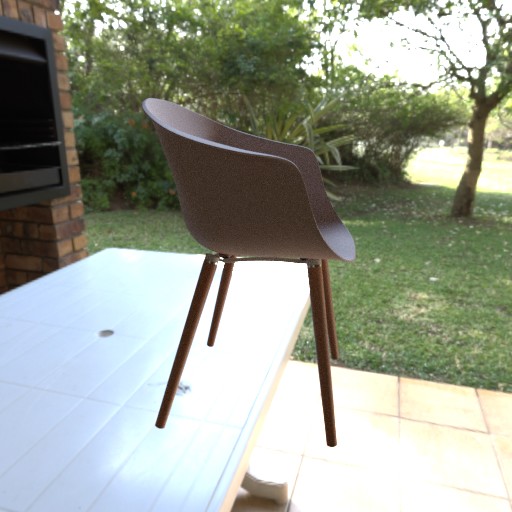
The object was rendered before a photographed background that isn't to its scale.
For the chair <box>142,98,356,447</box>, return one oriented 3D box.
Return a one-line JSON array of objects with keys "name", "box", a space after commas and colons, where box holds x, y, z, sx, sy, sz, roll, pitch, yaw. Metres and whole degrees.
[{"name": "chair", "box": [0.000, 0.000, 1.158, 0.504, 0.781, 0.593, 3, 16, 10]}]
